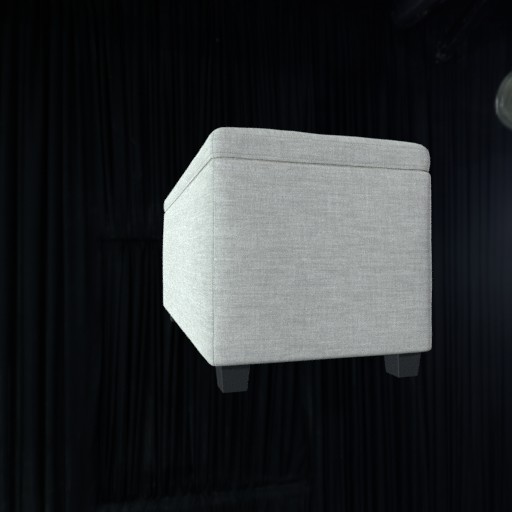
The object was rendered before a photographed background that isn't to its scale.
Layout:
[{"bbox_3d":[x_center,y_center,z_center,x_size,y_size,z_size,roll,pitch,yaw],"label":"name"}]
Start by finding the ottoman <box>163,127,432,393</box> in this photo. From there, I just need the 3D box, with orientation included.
[{"bbox_3d":[0.000,0.000,1.147,0.419,0.432,0.902,0,0,-16],"label":"ottoman"}]
